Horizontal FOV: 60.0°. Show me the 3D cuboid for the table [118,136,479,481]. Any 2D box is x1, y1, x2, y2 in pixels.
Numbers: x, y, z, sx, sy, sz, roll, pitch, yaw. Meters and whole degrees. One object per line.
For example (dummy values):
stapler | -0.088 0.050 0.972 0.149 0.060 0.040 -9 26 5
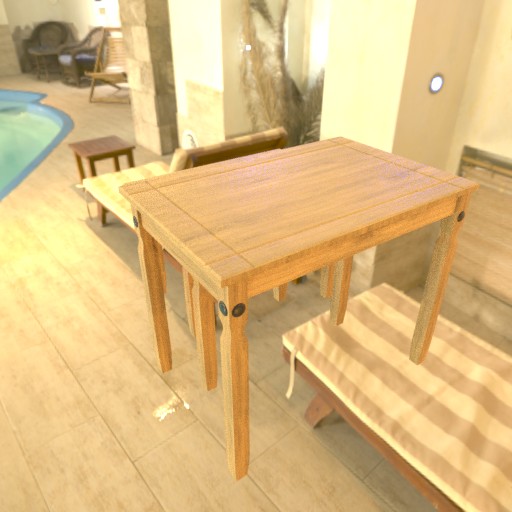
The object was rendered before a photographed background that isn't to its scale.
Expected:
table | 0.000 0.000 1.223 0.660 0.535 0.773 -20 36 -29
